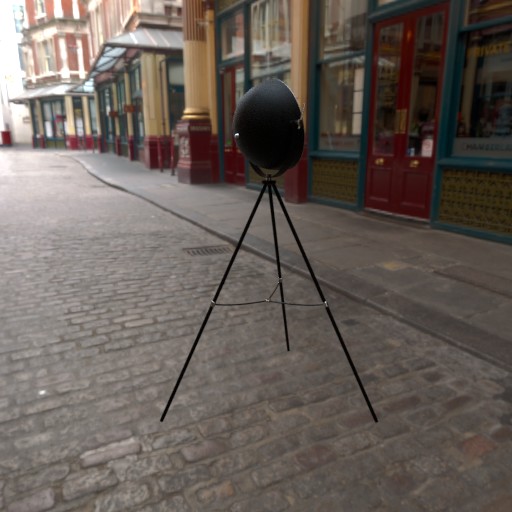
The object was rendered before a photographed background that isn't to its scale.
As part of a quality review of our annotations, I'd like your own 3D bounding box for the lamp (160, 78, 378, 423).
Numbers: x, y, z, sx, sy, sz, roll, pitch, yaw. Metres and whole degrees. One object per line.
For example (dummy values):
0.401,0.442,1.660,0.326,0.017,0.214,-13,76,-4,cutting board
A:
0.000,0.000,2.004,0.920,1.512,0.817,-8,17,-28,lamp
